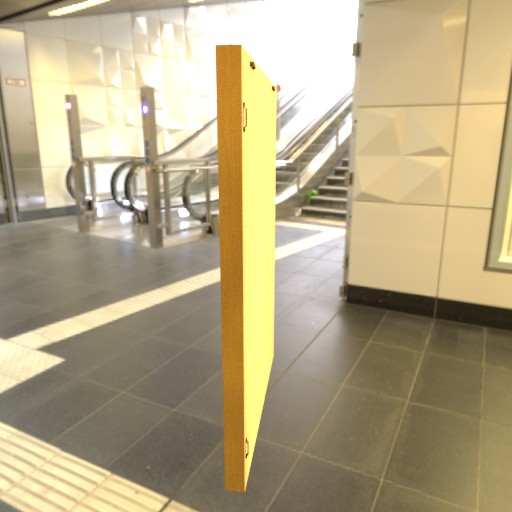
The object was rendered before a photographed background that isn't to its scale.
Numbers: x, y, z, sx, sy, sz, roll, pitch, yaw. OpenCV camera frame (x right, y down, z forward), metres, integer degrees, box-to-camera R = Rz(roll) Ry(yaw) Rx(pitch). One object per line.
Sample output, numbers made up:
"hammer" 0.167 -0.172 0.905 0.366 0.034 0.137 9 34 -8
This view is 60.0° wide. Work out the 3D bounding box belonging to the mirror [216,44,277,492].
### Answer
"mirror" 0.000 0.000 0.920 0.040 0.710 0.507 2 15 8
